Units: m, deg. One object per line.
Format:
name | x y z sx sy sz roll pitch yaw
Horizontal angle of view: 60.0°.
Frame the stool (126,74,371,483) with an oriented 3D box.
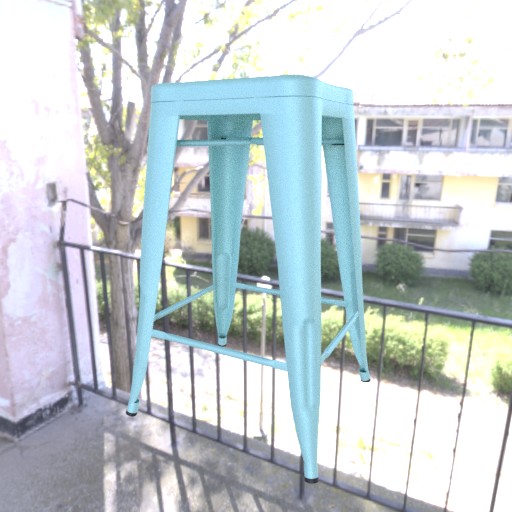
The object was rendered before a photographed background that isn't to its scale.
stool | 0.000 0.000 0.849 0.399 0.609 0.359 8 17 26
